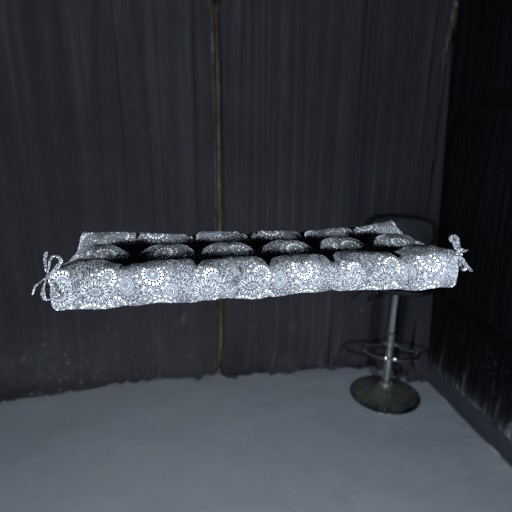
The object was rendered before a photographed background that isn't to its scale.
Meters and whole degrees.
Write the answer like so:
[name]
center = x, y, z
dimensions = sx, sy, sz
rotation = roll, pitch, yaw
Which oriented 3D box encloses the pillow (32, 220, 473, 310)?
[pillow]
center = 0.000, 0.000, 1.353
dimensions = 1.194, 0.174, 0.511
rotation = -3, 16, -9
